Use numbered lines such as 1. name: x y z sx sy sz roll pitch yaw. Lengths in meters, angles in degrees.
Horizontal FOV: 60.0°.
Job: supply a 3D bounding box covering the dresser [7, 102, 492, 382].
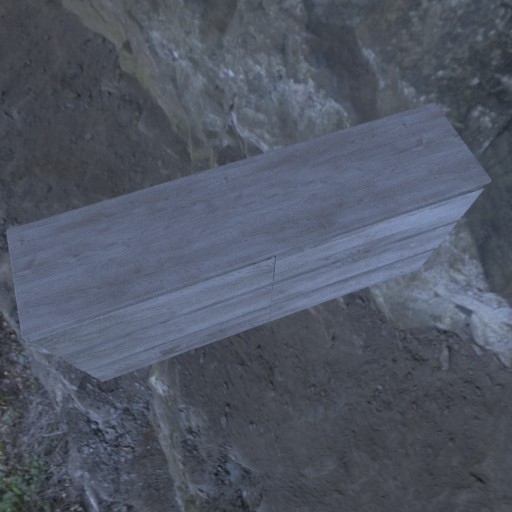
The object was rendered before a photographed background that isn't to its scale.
1. dresser: 0.000 0.000 1.837 1.590 0.795 0.390 -19 66 -9
